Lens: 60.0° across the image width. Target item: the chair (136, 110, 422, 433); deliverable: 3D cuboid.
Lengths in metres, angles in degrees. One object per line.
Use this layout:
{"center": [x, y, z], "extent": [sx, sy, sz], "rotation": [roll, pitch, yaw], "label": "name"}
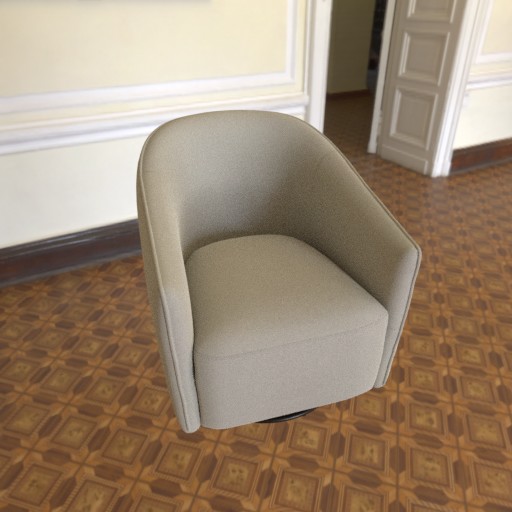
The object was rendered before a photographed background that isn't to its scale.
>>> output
{"center": [0.000, 0.000, 1.521], "extent": [0.747, 0.799, 0.875], "rotation": [-9, 32, -14], "label": "chair"}
